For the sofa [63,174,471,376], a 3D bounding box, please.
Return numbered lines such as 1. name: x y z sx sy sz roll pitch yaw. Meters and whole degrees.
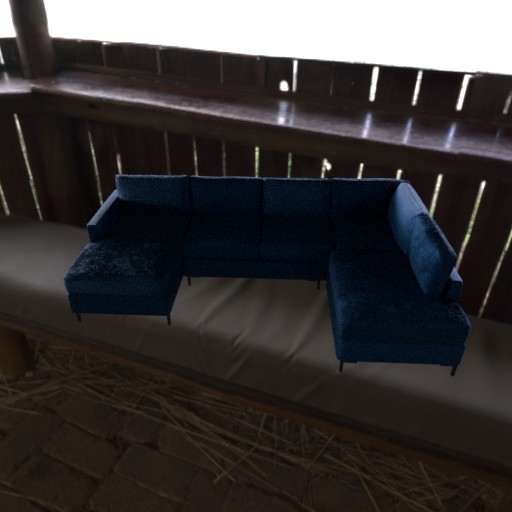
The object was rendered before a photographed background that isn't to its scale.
1. sofa: 0.000 0.000 4.323 3.434 0.992 2.055 2 32 3
